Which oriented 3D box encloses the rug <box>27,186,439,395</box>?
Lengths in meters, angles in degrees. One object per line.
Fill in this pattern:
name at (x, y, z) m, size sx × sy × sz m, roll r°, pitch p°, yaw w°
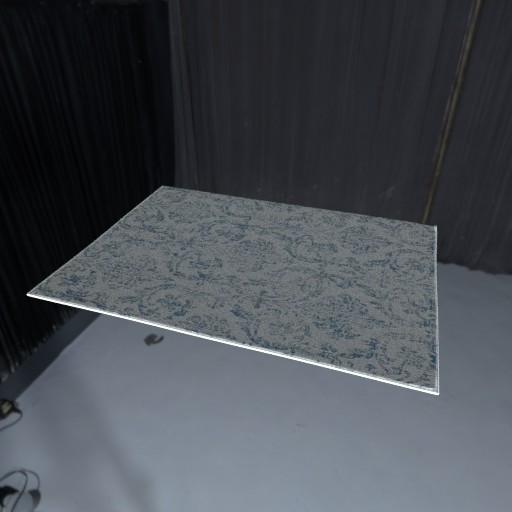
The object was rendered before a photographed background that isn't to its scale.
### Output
rug at (0.000, 0.000, 2.837) m, size 2.197 × 0.014 × 1.586 m, roll 10°, pitch 34°, yaw 16°
